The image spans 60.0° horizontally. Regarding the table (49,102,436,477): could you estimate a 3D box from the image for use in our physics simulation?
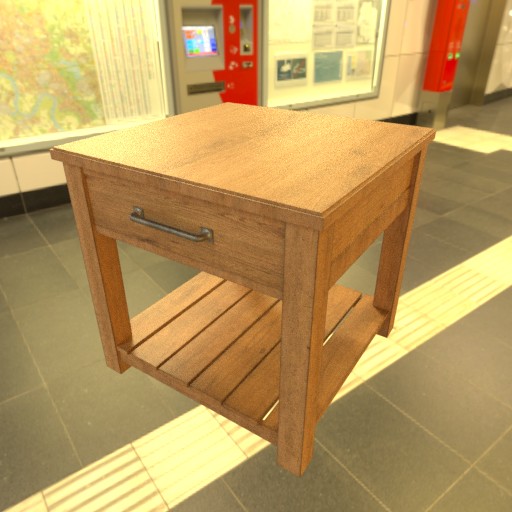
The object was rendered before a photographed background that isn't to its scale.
[{"bbox_3d":[0.000,0.000,1.113,0.616,0.593,0.612,18,34,29],"label":"table"}]
